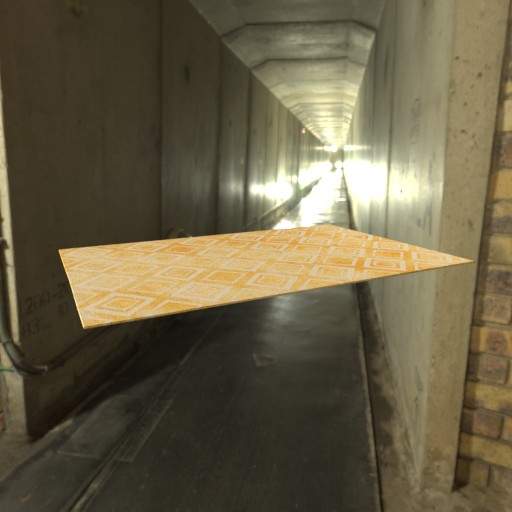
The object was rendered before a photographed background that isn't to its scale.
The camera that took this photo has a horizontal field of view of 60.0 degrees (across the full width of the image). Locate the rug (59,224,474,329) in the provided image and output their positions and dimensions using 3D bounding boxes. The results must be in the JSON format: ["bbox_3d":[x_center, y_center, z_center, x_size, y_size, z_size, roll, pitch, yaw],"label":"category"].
[{"bbox_3d":[0.000,0.000,2.315,1.829,0.010,1.213,-7,15,-26],"label":"rug"}]
